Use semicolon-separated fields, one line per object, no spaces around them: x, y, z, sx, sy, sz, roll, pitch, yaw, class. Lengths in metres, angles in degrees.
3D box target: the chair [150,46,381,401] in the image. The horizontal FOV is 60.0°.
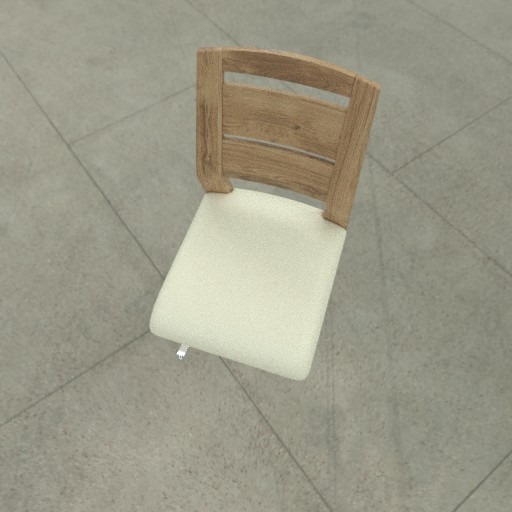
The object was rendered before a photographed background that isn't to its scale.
0.000;0.000;1.257;0.457;0.955;0.561;16;60;9;chair
